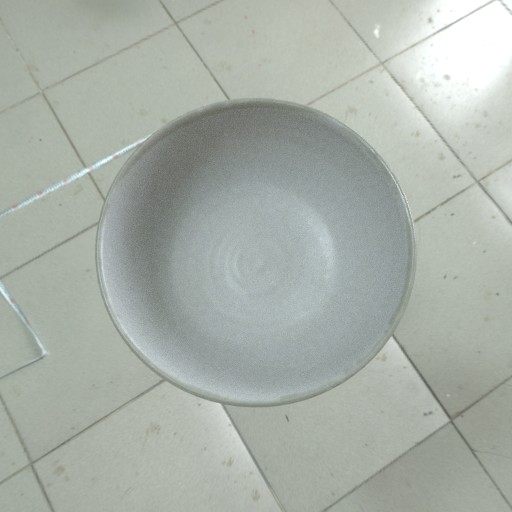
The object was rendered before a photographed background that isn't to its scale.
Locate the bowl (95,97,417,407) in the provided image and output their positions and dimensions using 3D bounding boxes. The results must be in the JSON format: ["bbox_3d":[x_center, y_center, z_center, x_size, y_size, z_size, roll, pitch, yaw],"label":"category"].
[{"bbox_3d":[0.000,0.000,0.426,0.268,0.121,0.268,0,75,0],"label":"bowl"}]
